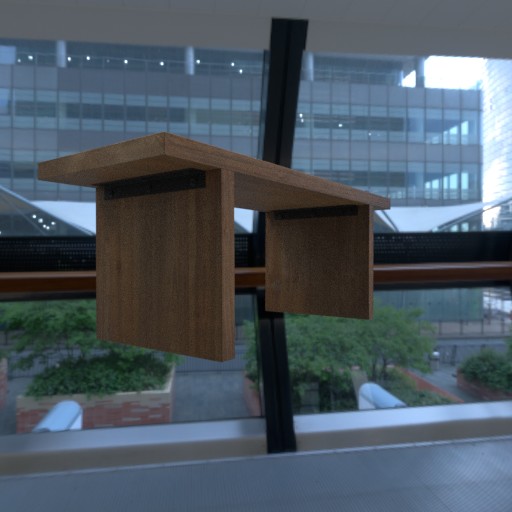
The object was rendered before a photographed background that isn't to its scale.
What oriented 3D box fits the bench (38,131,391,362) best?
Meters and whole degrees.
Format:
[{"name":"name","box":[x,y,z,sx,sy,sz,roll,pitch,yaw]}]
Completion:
[{"name":"bench","box":[0.000,0.000,1.429,0.458,0.458,1.183,0,0,37]}]
